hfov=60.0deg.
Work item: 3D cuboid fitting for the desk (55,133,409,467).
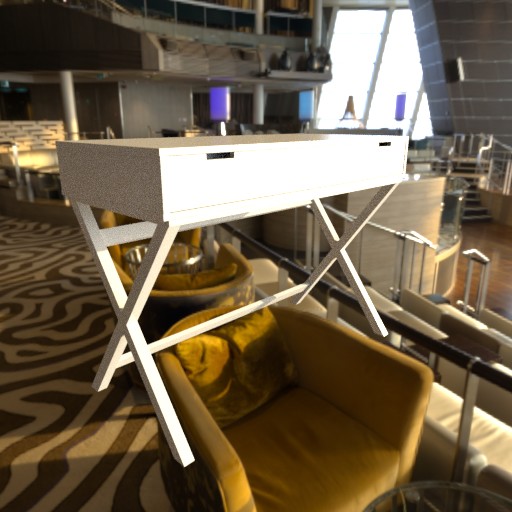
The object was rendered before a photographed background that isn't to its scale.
[{"bbox_3d":[0.000,0.000,1.519,0.509,0.780,1.059,16,23,42],"label":"desk"}]
